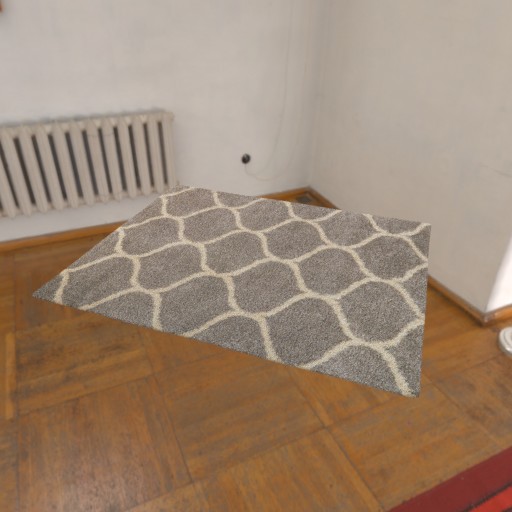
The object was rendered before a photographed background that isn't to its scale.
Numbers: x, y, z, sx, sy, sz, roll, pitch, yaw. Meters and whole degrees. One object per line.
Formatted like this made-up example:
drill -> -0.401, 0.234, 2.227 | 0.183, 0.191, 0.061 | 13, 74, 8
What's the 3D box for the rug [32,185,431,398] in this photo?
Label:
rug -> 0.000, 0.000, 4.086 | 3.000, 0.026, 2.399 | 11, 34, 17
